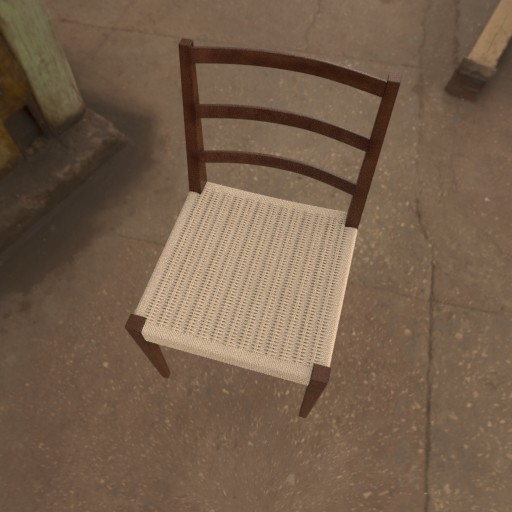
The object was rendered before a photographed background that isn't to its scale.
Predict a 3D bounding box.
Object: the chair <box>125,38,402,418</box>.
[{"bbox_3d":[0.000,0.000,1.137,0.480,0.813,0.551,14,59,8],"label":"chair"}]
